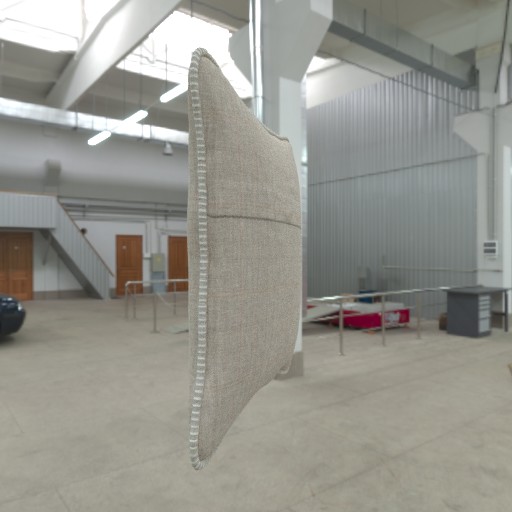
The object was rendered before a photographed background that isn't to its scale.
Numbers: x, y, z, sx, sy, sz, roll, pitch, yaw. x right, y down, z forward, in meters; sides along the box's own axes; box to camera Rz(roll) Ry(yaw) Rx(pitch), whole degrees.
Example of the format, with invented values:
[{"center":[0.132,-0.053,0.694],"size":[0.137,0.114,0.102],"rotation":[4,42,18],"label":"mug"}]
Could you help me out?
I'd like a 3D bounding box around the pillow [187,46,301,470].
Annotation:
[{"center":[0.000,0.000,0.722],"size":[0.124,0.494,0.485],"rotation":[0,0,17],"label":"pillow"}]
